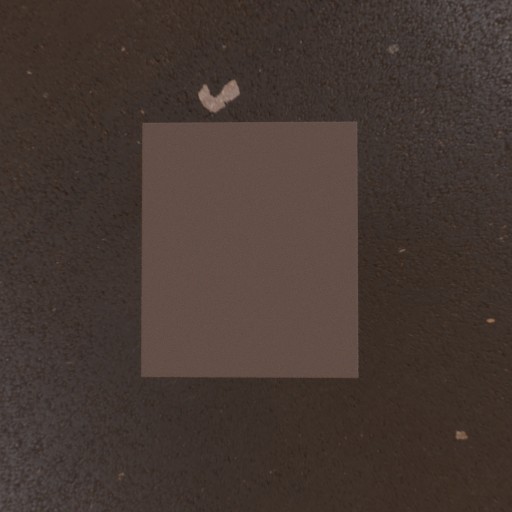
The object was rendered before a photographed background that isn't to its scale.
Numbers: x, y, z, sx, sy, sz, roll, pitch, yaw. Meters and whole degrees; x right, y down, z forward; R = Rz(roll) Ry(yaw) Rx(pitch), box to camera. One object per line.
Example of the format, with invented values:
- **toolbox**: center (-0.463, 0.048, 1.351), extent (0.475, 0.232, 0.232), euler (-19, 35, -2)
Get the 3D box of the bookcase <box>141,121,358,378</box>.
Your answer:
- **bookcase**: center (0.000, 0.000, 1.216), extent (0.330, 1.080, 0.390), euler (0, 89, 1)
